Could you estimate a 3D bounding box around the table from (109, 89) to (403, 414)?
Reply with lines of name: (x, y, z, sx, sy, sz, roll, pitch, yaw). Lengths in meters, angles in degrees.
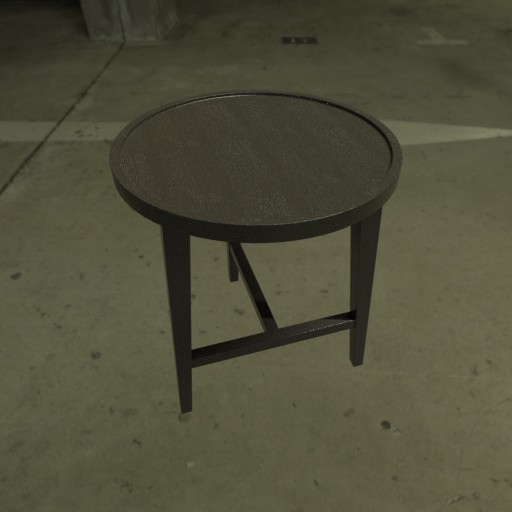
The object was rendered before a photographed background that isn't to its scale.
table: (0.000, 0.000, 0.949, 0.500, 0.531, 0.500, 0, 40, 0)
